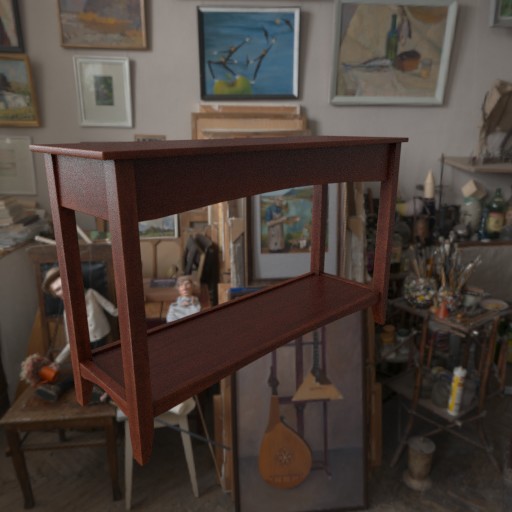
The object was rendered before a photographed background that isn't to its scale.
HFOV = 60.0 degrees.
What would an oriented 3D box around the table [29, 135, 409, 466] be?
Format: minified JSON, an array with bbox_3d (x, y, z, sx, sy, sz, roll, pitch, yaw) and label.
[{"bbox_3d":[0.000,0.000,1.463,1.188,0.739,0.392,-16,23,-42],"label":"table"}]
